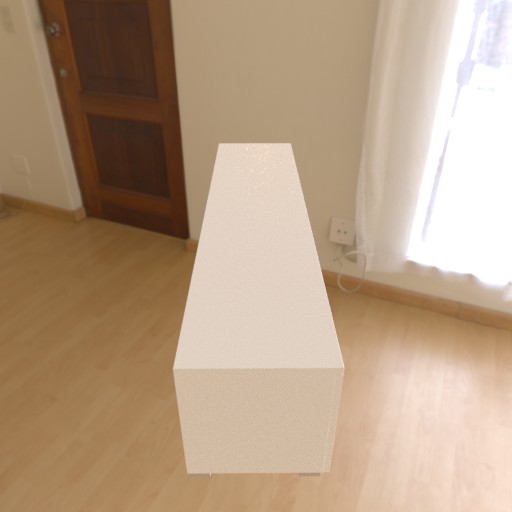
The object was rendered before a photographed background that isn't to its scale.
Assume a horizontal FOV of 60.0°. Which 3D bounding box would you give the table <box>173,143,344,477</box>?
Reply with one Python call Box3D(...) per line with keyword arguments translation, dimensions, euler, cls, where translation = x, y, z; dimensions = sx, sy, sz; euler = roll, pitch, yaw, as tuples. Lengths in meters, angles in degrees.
Box3D(translation=(0.000, 0.000, 1.817), dimensions=(0.390, 0.420, 1.650), euler=(0, 32, 0), cls="table")
